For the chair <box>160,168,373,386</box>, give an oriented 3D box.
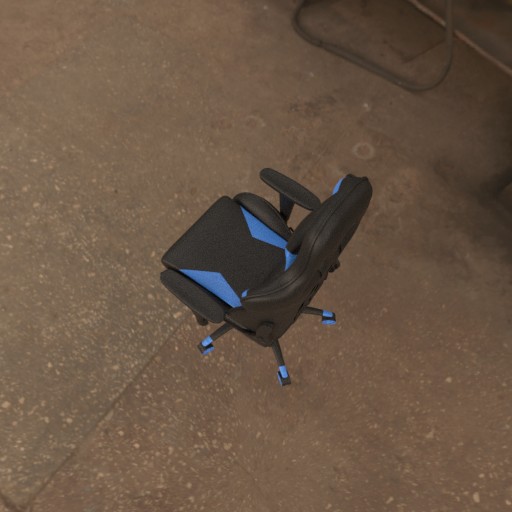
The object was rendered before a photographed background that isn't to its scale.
[{"bbox_3d":[0.000,0.000,1.743,0.730,1.282,0.695,35,68,16],"label":"chair"}]
